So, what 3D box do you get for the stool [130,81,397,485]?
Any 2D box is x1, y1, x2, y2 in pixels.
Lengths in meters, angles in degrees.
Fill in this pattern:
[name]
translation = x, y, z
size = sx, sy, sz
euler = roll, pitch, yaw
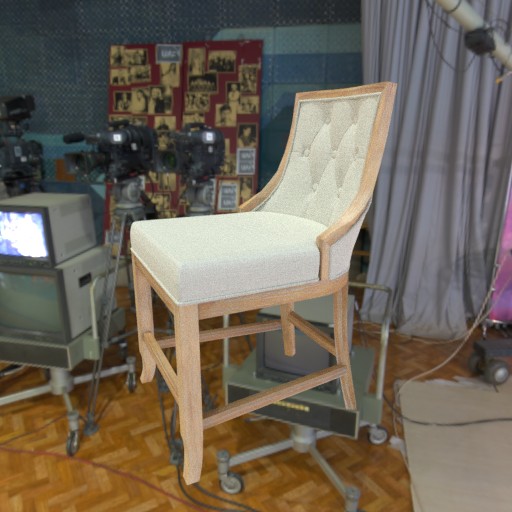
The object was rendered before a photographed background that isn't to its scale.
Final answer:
[stool]
translation = 0.000, 0.000, 1.293
size = 0.626, 0.938, 0.524
euler = -8, 18, -25
